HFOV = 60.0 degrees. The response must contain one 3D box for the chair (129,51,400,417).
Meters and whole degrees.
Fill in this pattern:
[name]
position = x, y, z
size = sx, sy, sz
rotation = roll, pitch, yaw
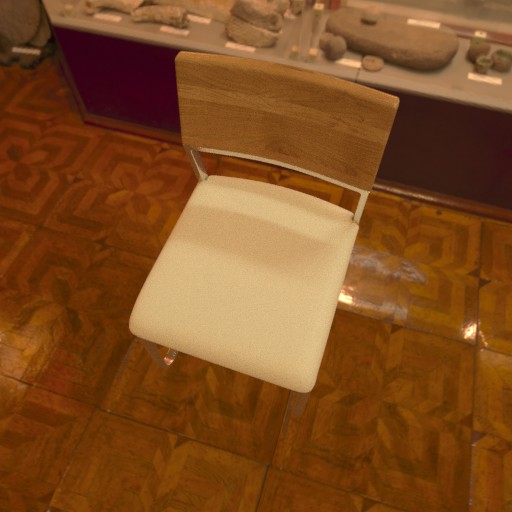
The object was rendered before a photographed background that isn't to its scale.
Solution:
[chair]
position = 0.000, 0.000, 1.155
size = 0.467, 0.844, 0.585
rotation = 16, 59, 10
